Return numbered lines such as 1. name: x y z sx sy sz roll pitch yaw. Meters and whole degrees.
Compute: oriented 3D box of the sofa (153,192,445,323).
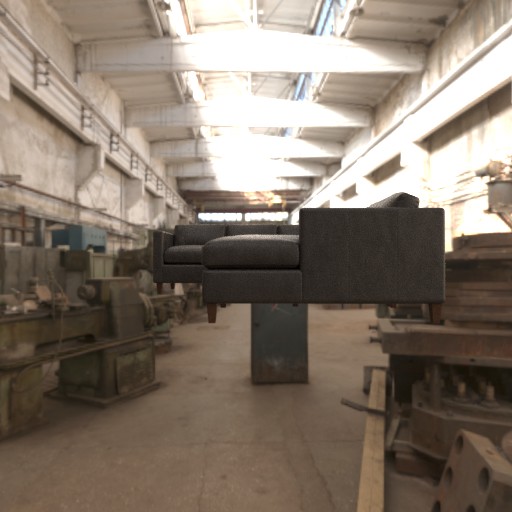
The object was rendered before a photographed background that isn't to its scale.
1. sofa: 0.000 0.000 4.490 2.452 0.891 3.324 0 0 0
